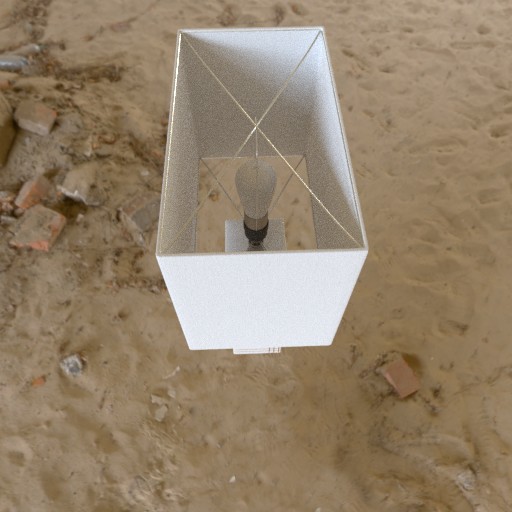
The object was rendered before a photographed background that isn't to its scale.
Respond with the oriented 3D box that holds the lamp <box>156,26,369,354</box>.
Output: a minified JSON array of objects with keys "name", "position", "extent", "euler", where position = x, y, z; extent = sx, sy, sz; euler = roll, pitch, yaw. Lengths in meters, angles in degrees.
[{"name":"lamp","position":[0.000,0.000,0.693],"extent":[0.182,0.543,0.334],"euler":[-2,58,-1]}]
